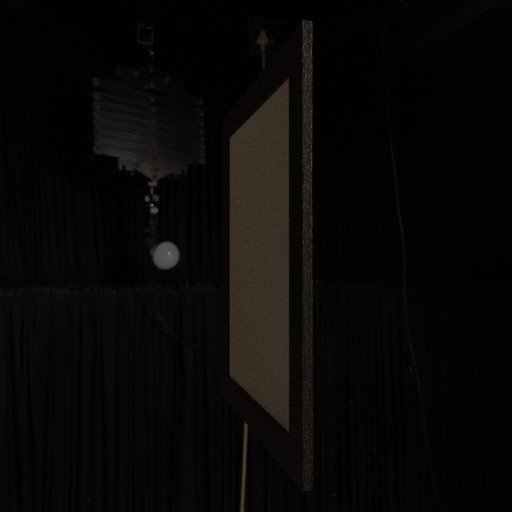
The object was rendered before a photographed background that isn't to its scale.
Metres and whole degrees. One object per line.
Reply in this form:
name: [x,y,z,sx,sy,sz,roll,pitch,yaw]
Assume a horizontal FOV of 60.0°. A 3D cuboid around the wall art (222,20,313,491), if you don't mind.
wall art: [0.000,0.000,0.649,0.013,0.508,0.359,0,-1,-18]
